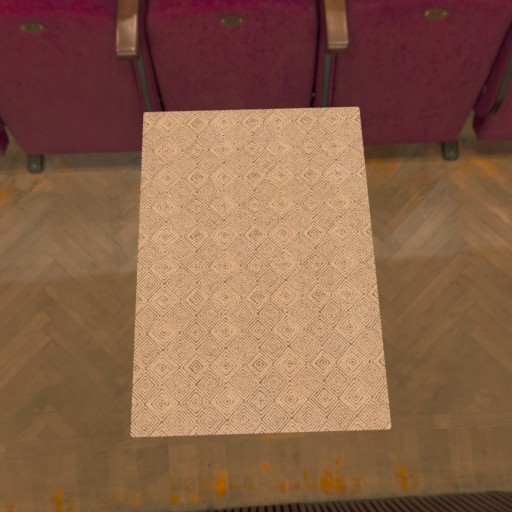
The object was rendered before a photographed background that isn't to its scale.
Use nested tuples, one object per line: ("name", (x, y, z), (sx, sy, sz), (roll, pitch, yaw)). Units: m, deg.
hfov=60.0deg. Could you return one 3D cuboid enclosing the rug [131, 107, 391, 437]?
("rug", (0.000, 0.000, 2.993), (1.593, 0.008, 2.238), (-2, 75, 0))
